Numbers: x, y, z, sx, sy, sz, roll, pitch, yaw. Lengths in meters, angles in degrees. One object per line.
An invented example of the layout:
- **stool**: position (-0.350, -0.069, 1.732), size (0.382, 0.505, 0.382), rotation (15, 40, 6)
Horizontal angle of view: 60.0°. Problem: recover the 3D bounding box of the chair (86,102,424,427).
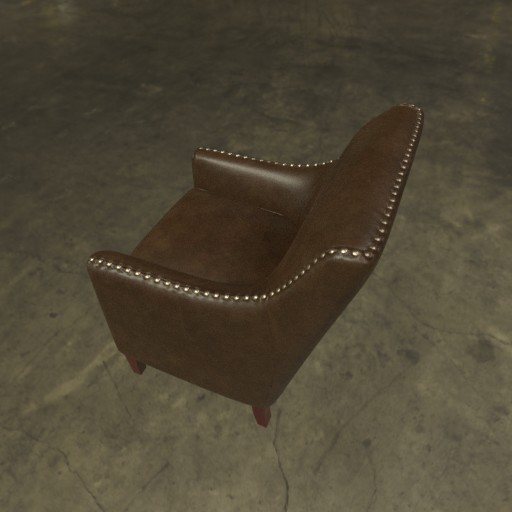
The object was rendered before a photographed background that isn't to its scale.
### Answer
- **chair**: position (0.000, 0.000, 1.301), size (0.704, 0.813, 0.639), rotation (17, 47, 16)
